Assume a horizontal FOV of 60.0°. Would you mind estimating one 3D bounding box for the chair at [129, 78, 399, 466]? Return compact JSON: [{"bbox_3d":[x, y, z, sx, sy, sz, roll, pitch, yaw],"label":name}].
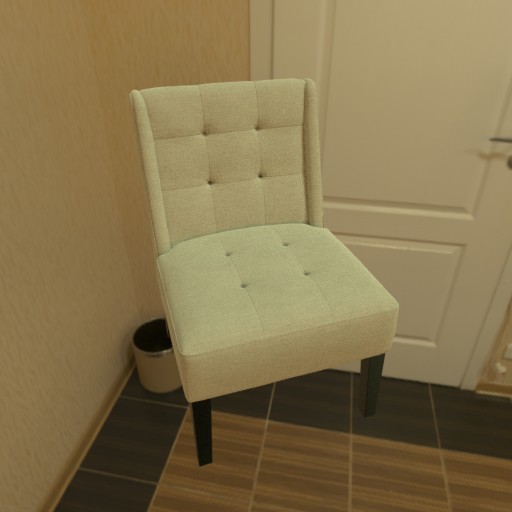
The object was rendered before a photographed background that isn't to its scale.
[{"bbox_3d":[0.000,0.000,1.295,0.569,0.853,0.676,-10,34,-15],"label":"chair"}]
